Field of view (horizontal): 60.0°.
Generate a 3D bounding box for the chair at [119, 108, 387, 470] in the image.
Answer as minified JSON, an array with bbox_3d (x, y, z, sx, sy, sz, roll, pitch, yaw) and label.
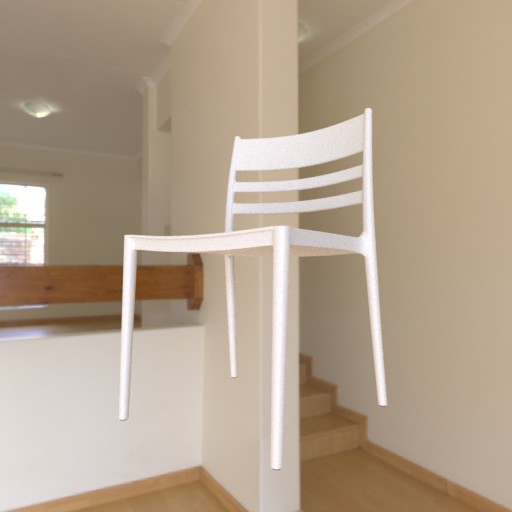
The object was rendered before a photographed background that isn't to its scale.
[{"bbox_3d":[0.000,0.000,1.159,0.531,0.800,0.511,-1,-1,36],"label":"chair"}]
